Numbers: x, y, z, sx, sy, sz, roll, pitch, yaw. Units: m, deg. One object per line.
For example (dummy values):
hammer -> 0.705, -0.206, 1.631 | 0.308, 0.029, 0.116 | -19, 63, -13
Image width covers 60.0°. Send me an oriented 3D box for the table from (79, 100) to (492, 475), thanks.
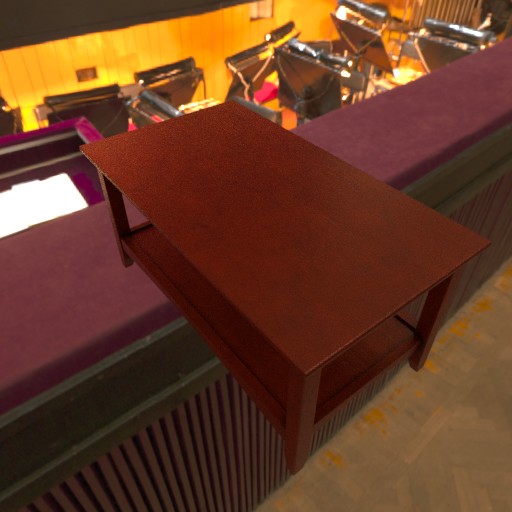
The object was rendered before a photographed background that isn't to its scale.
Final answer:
table -> 0.000, 0.000, 1.242 | 0.533, 0.456, 0.943 | -27, 48, -27
